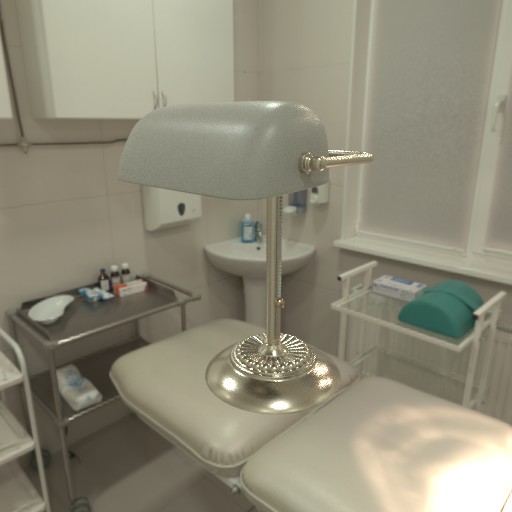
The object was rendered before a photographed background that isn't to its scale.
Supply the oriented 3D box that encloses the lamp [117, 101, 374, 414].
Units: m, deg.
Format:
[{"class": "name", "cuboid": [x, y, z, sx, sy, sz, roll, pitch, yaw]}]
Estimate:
[{"class": "lamp", "cuboid": [0.000, 0.000, 0.521, 0.264, 0.339, 0.243, 16, 23, 41]}]
